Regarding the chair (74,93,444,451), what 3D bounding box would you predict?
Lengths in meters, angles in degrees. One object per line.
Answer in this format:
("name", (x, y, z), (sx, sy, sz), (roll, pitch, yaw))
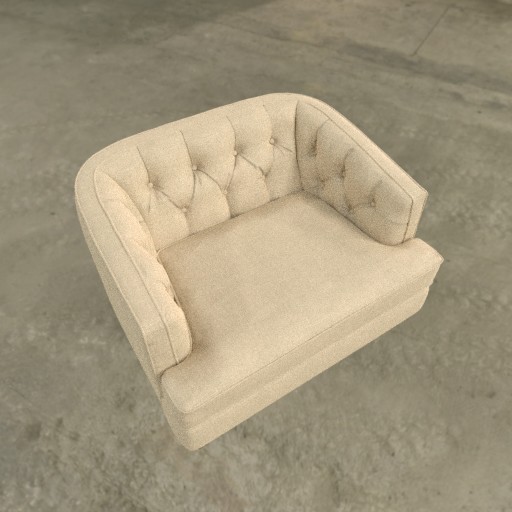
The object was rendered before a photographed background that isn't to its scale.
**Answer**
("chair", (0.000, 0.000, 1.729), (1.118, 0.787, 0.914), (-25, 52, -21))
